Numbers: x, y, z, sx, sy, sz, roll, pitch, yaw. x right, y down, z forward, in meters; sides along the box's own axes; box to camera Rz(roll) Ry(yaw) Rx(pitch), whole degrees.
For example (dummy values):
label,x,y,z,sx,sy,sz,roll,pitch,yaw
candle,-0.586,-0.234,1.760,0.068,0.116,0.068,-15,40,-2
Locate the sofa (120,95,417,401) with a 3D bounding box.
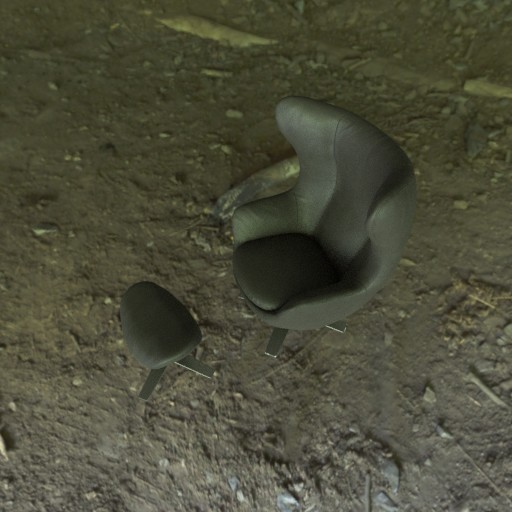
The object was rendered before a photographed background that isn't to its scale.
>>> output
label,x,y,z,sx,sy,sz,roll,pitch,yaw
sofa,0.000,0.000,2.152,1.444,1.135,0.894,-16,48,-15
